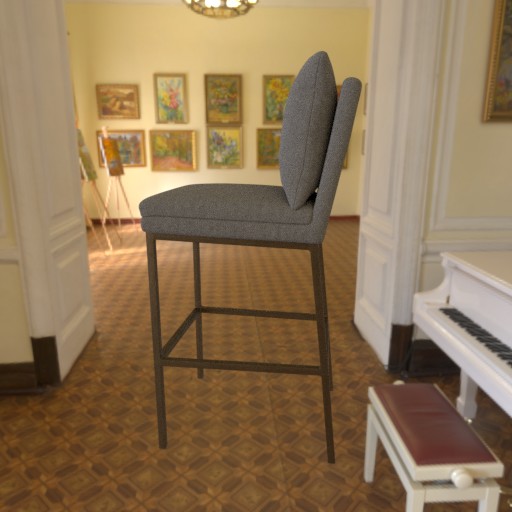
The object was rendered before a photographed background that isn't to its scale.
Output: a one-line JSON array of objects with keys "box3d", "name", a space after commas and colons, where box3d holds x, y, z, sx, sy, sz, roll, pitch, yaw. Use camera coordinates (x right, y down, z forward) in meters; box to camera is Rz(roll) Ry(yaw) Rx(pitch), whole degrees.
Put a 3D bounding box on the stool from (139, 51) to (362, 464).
[{"box3d": [0.000, 0.000, 1.399, 0.569, 1.132, 0.463, 2, 14, 9], "name": "stool"}]
